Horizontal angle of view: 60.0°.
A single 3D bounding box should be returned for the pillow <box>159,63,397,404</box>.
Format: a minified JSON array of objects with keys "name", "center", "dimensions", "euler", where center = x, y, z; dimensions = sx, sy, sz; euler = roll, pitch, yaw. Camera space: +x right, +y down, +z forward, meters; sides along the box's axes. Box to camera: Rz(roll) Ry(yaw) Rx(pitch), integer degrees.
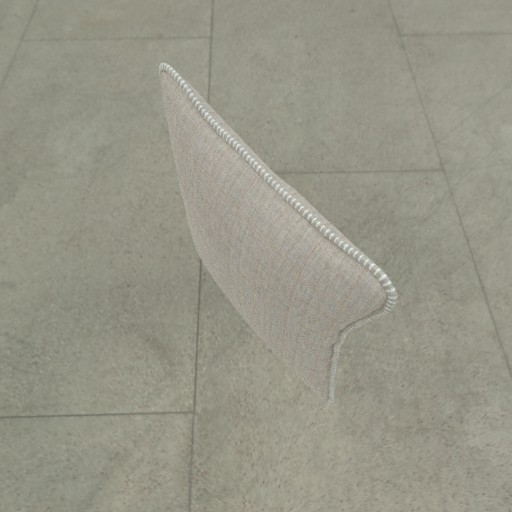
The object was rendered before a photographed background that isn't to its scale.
[{"name":"pillow","center":[0.000,0.000,0.751],"dimensions":[0.124,0.494,0.485],"euler":[-33,64,-18]}]
